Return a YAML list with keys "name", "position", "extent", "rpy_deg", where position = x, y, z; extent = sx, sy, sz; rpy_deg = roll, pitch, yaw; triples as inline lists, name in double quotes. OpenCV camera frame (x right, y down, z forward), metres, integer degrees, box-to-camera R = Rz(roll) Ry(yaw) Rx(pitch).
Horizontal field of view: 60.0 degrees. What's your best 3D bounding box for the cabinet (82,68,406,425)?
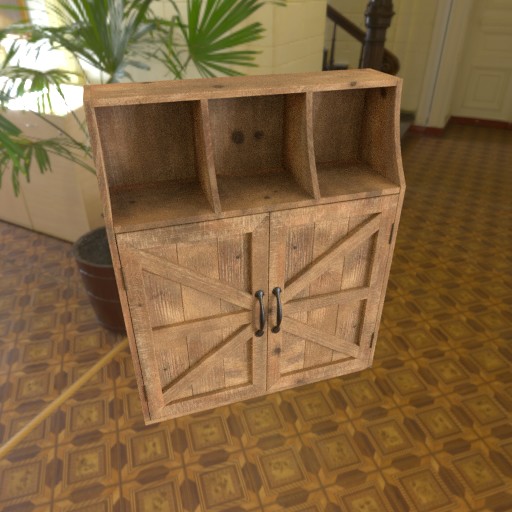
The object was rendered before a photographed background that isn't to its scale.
- name: "cabinet"
  position: [0.000, 0.000, 0.813]
  extent: [0.489, 0.590, 0.184]
  rpy_deg: [-10, 33, -15]
